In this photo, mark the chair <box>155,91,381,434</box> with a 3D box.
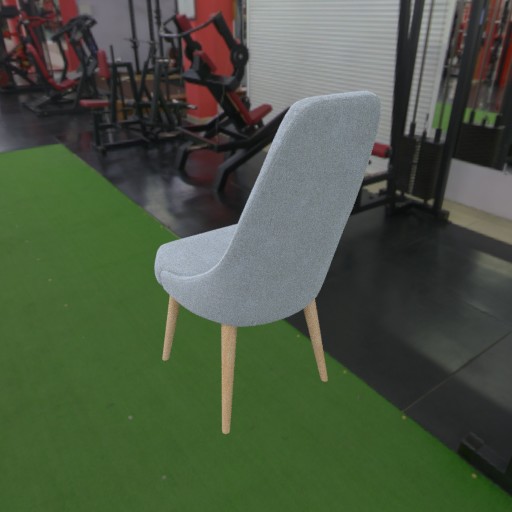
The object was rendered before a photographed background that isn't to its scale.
[{"bbox_3d":[0.000,0.000,1.382,0.510,1.040,0.660,-18,33,-29],"label":"chair"}]
